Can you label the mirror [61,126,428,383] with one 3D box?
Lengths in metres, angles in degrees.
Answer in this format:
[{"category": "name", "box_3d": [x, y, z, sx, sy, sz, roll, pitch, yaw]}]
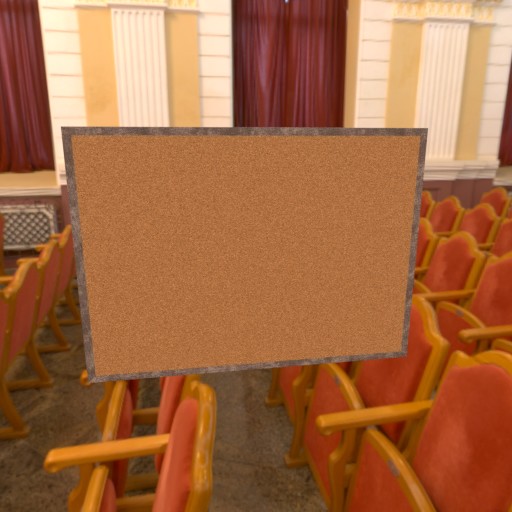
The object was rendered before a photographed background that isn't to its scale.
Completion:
[{"category": "mirror", "box_3d": [0.000, 0.000, 1.427, 1.101, 0.795, 0.022, -2, 15, -9]}]
